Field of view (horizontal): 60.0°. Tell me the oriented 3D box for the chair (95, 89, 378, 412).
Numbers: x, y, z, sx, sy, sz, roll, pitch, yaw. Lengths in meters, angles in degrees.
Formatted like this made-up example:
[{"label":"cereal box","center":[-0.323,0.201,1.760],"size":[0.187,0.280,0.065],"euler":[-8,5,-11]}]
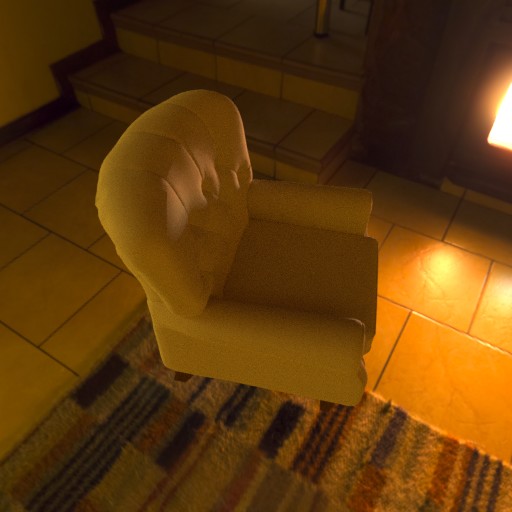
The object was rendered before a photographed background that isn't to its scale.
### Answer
[{"label":"chair","center":[0.000,0.000,2.022],"size":[1.132,1.169,1.035],"euler":[9,48,8]}]
